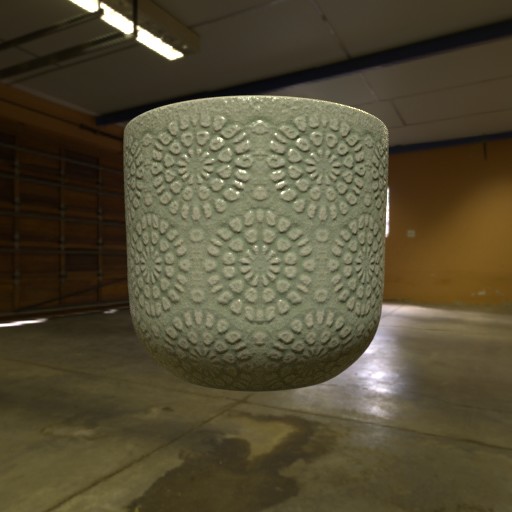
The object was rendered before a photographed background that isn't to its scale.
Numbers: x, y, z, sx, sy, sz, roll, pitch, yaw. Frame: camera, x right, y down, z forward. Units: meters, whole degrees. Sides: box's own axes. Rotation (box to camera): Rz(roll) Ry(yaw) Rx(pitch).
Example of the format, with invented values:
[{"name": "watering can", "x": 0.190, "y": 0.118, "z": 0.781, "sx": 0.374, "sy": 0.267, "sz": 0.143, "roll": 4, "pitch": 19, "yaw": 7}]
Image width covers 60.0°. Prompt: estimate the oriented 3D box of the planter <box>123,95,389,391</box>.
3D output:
[{"name": "planter", "x": 0.000, "y": 0.000, "z": 0.295, "sx": 0.169, "sy": 0.153, "sz": 0.169, "roll": 0, "pitch": 0, "yaw": 0}]
